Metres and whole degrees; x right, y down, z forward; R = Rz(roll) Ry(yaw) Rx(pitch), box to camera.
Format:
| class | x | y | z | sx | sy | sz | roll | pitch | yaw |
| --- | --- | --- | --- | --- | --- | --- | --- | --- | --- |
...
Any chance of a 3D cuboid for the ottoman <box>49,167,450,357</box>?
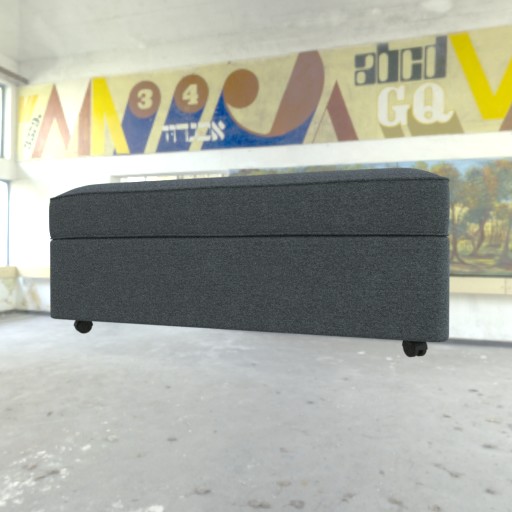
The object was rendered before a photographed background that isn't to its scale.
| class | x | y | z | sx | sy | sz | roll | pitch | yaw |
| --- | --- | --- | --- | --- | --- | --- | --- | --- | --- |
| ottoman | 0.000 | 0.000 | 1.519 | 1.173 | 0.494 | 0.681 | 0 | 1 | 18 |
